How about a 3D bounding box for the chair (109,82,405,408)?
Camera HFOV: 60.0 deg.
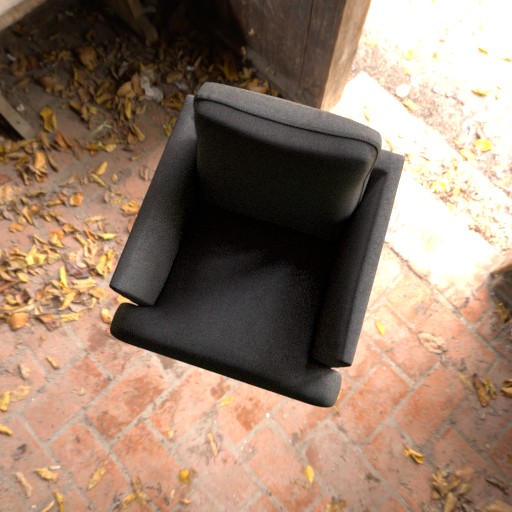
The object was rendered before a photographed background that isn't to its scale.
[{"bbox_3d":[0.000,0.000,1.666,0.858,0.957,0.899,17,76,4],"label":"chair"}]
